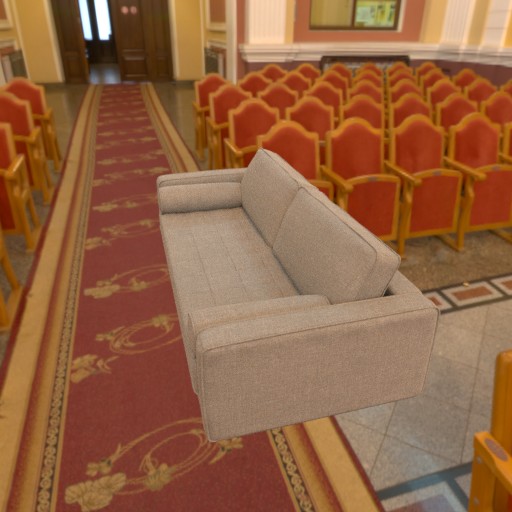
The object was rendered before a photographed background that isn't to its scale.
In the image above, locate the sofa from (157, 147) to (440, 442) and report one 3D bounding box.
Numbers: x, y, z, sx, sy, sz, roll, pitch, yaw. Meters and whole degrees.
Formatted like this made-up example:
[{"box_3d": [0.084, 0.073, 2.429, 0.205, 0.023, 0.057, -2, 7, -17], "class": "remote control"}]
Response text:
[{"box_3d": [0.000, 0.000, 2.373, 0.914, 0.762, 1.879, -7, 29, -14], "class": "sofa"}]
